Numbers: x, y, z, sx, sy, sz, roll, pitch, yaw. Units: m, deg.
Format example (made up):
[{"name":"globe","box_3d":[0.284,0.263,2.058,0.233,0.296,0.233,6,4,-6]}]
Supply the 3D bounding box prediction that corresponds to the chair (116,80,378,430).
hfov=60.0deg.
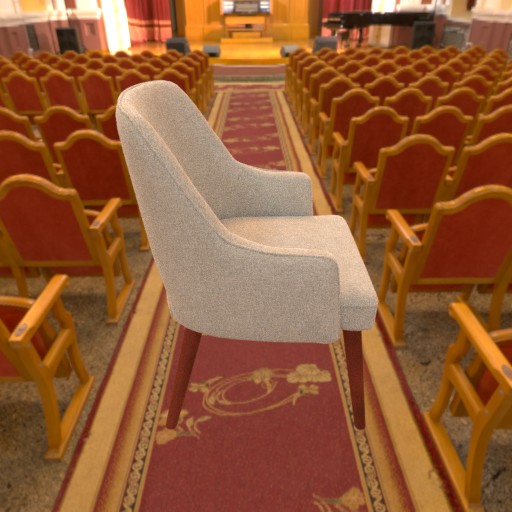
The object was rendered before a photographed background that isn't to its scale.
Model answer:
[{"name":"chair","box_3d":[0.000,0.000,1.194,0.605,0.849,0.548,0,30,0]}]
